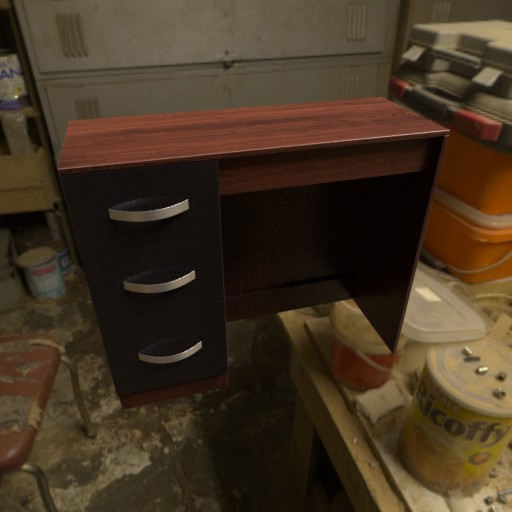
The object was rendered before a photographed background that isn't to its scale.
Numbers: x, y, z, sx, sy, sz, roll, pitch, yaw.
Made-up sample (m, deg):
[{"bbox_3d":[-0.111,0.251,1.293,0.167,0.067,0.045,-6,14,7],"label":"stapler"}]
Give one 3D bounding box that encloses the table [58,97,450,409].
[{"bbox_3d":[0.000,0.000,1.353,0.930,0.790,0.380,-9,35,-13],"label":"table"}]
